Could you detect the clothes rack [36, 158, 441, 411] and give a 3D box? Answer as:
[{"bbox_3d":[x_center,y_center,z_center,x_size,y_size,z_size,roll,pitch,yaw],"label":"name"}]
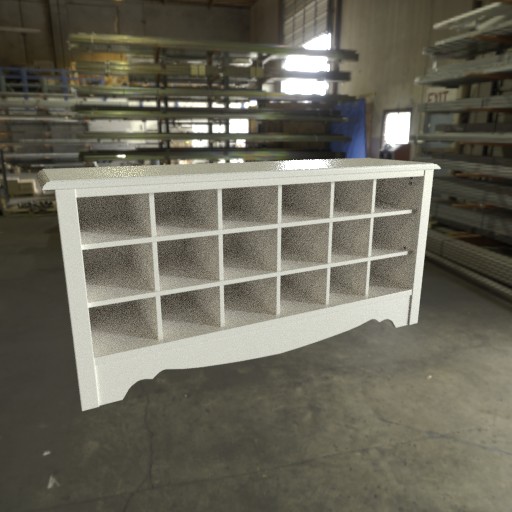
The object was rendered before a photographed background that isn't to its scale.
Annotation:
[{"bbox_3d":[0.000,0.000,1.332,1.120,0.531,0.324,-8,18,-26],"label":"clothes rack"}]
